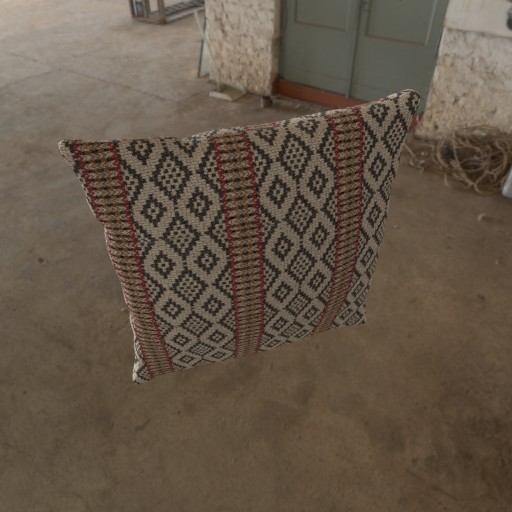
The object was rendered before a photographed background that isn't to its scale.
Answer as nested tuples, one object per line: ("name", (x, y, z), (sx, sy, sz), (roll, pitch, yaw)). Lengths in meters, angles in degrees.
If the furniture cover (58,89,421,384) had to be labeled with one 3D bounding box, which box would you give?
("furniture cover", (0.000, 0.000, 0.755), (0.503, 0.506, 0.182), (-12, 42, -14))
